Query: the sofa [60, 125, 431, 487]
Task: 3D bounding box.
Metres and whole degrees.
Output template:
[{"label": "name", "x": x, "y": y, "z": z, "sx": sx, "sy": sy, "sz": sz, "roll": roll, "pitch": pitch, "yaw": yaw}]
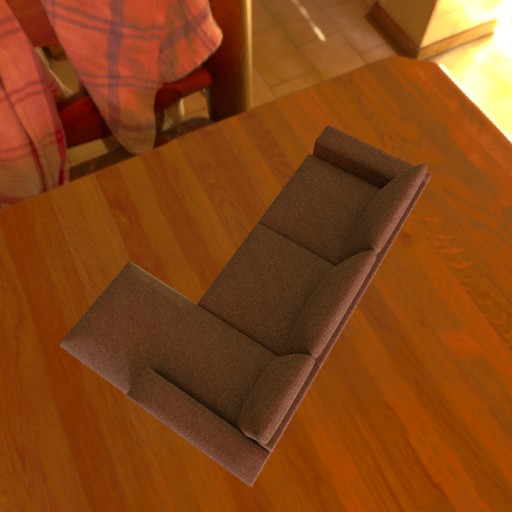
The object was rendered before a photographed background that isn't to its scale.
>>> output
[{"label": "sofa", "x": 0.000, "y": 0.000, "z": 3.457, "sx": 1.689, "sy": 0.940, "sz": 2.718, "roll": 30, "pitch": 68, "yaw": 14}]
